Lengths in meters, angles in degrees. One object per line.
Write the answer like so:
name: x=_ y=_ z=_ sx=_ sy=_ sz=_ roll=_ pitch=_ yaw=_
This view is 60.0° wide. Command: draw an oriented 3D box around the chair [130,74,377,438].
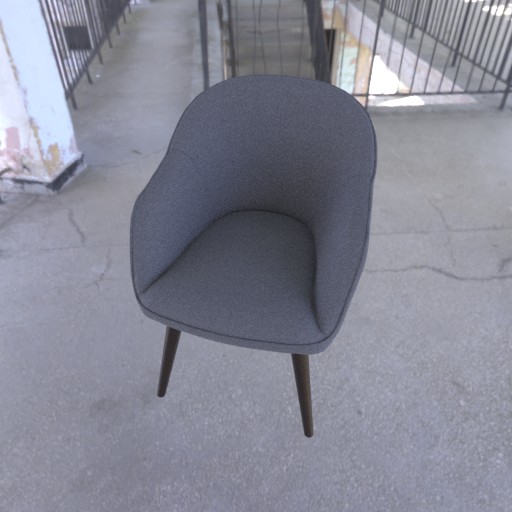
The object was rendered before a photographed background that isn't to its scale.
chair: x=0.000 y=0.000 z=1.248 sx=0.589 sy=0.810 sz=0.611 roll=10 pitch=40 yaw=13
